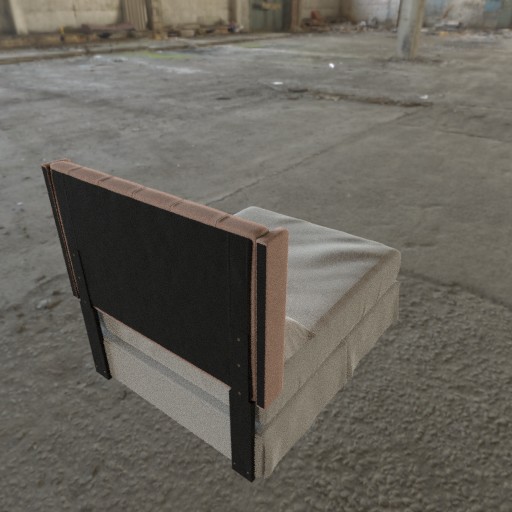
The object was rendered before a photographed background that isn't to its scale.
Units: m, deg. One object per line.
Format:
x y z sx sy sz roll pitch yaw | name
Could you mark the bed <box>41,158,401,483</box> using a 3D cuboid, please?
0.000 0.000 3.344 1.719 1.665 2.066 21 36 32 | bed
